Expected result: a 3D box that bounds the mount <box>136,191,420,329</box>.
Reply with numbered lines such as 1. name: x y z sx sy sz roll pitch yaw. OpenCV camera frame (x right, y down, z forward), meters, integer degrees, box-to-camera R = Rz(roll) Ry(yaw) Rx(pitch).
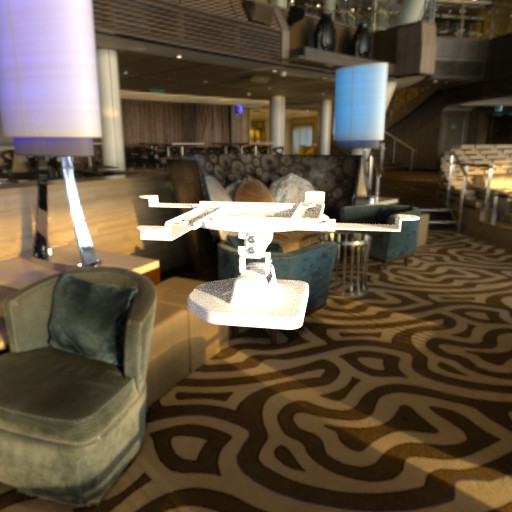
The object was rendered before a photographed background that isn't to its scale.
1. mount: 0.000 0.000 0.609 0.394 0.141 0.394 3 14 10
